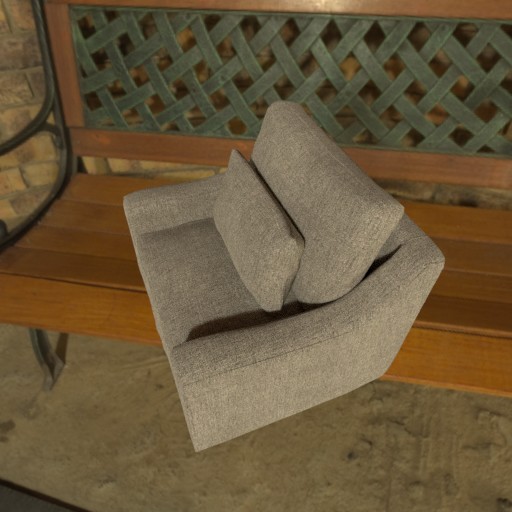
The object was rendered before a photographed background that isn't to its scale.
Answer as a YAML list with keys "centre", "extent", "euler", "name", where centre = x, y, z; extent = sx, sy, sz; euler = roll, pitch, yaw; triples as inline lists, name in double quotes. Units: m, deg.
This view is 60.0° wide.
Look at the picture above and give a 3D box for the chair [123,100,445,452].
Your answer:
- centre: [0.000, 0.000, 2.002]
  extent: [1.009, 1.037, 1.138]
  euler: [-16, 48, -15]
  name: "chair"
